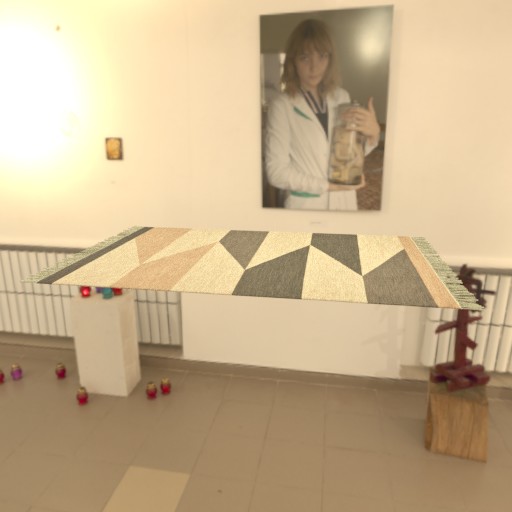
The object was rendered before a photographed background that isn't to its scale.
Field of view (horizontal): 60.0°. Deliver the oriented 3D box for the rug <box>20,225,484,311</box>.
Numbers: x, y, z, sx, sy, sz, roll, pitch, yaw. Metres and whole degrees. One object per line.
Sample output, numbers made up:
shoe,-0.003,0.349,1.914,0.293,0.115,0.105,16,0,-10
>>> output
rug,0.000,0.000,2.451,2.021,0.027,1.224,3,16,9
